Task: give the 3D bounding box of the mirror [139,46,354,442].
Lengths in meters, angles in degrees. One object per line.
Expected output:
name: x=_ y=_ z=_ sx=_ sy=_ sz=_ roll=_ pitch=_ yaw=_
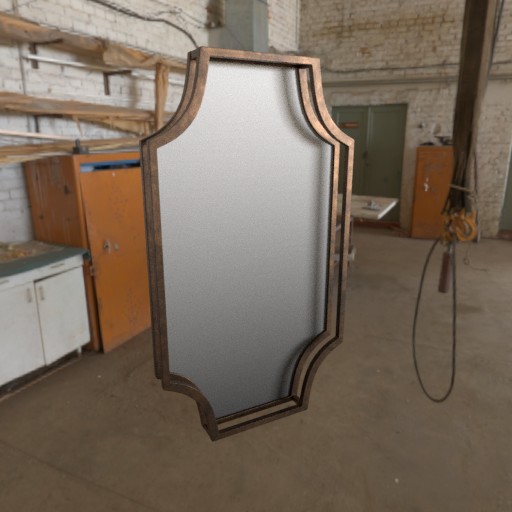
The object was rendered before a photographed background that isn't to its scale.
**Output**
mirror: x=0.000 y=0.000 z=0.970 sx=0.462 sy=0.811 sz=0.066 roll=-8 pitch=17 yaw=-27
